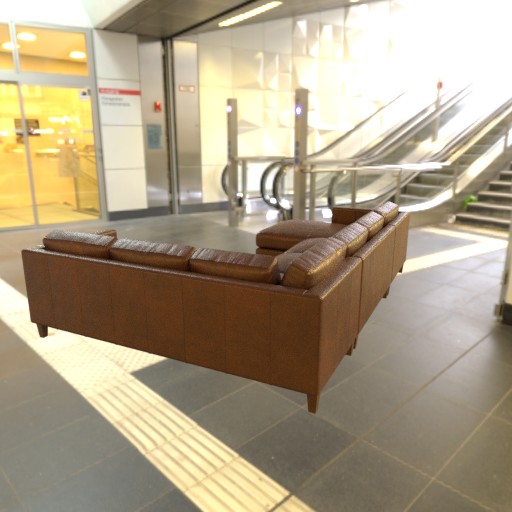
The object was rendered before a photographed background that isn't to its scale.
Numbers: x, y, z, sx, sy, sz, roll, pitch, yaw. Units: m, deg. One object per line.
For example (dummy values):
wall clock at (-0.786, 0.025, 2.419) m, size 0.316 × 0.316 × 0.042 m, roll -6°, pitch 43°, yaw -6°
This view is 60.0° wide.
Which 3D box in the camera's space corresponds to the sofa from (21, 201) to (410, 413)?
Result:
sofa at (0.000, 0.000, 4.428) m, size 2.452 × 0.891 × 3.324 m, roll 7°, pitch 16°, yaw 25°
